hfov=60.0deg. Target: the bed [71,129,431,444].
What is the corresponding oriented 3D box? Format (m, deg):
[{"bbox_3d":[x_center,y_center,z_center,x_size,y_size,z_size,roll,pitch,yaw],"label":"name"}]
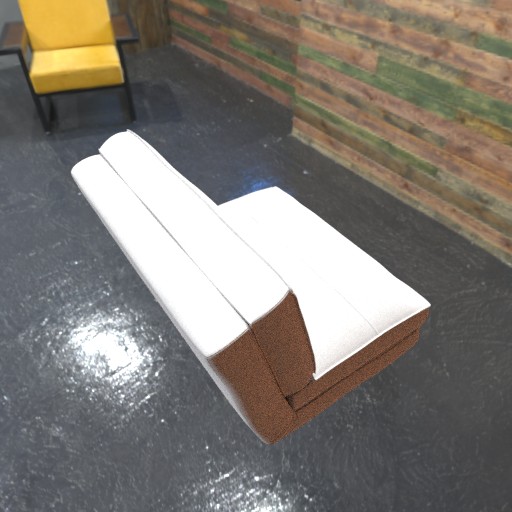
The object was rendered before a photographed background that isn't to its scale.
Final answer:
[{"bbox_3d":[0.000,0.000,1.325,0.749,0.614,0.799,-25,48,-25],"label":"bed"}]
